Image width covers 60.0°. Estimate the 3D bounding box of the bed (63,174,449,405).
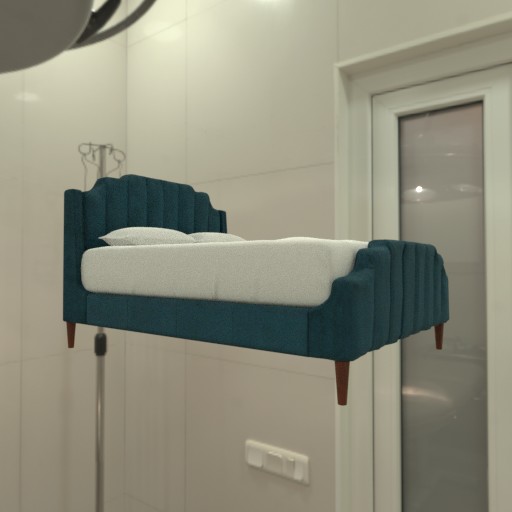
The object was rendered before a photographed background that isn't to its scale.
[{"bbox_3d":[0.000,0.000,3.240,2.322,1.351,1.676,-1,-1,37],"label":"bed"}]
